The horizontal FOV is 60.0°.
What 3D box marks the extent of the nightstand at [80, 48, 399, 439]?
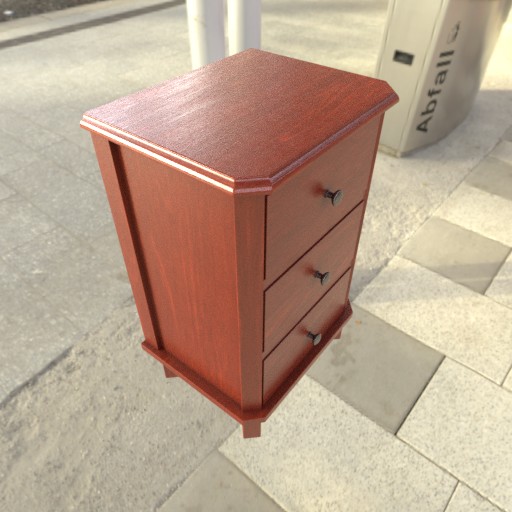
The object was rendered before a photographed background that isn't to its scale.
[{"bbox_3d":[0.000,0.000,0.946,0.351,0.681,0.435,28,48,28],"label":"nightstand"}]
